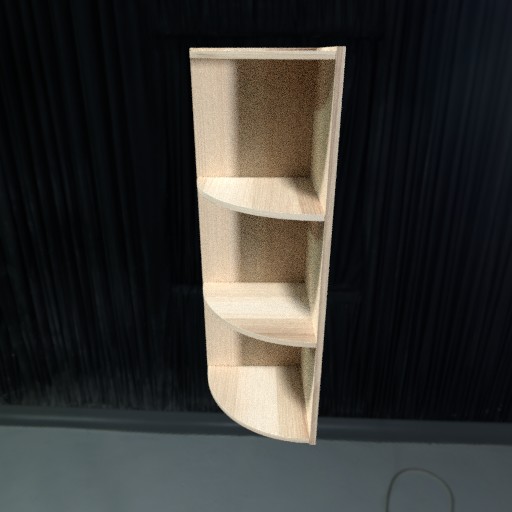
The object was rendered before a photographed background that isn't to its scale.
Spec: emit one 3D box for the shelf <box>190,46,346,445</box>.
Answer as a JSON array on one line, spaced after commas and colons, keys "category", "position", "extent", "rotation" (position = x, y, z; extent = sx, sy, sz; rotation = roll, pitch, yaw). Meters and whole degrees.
[{"category": "shelf", "position": [0.000, 0.000, 1.024], "extent": [0.290, 0.872, 0.290], "rotation": [0, 25, 0]}]
